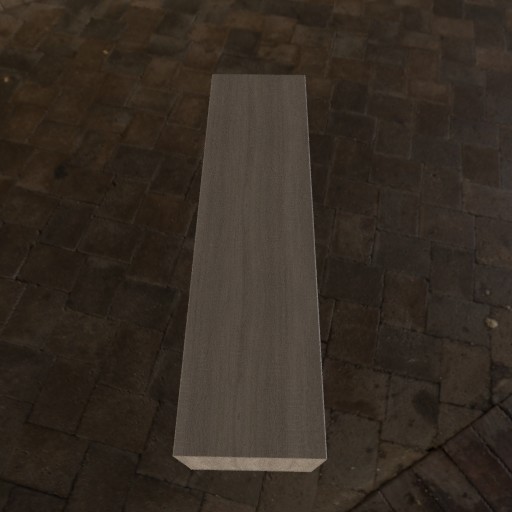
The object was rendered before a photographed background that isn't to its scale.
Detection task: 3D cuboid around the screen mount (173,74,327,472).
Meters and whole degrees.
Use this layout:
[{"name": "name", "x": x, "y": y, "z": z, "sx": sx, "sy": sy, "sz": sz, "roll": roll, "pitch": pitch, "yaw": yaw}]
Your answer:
[{"name": "screen mount", "x": 0.000, "y": 0.000, "z": 1.736, "sx": 0.401, "sy": 0.509, "sz": 1.500, "roll": 1, "pitch": 60, "yaw": 1}]
